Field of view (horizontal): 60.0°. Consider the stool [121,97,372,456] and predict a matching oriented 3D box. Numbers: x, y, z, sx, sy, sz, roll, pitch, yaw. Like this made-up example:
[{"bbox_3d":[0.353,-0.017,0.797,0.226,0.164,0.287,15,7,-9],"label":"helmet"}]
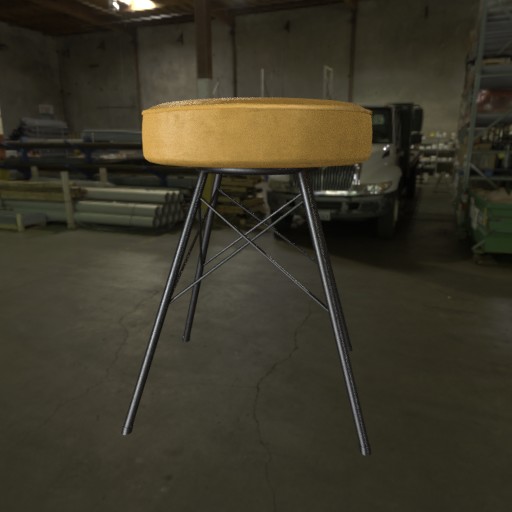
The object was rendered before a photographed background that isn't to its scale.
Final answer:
[{"bbox_3d":[0.000,0.000,0.916,0.472,0.595,0.438,2,15,9],"label":"stool"}]
